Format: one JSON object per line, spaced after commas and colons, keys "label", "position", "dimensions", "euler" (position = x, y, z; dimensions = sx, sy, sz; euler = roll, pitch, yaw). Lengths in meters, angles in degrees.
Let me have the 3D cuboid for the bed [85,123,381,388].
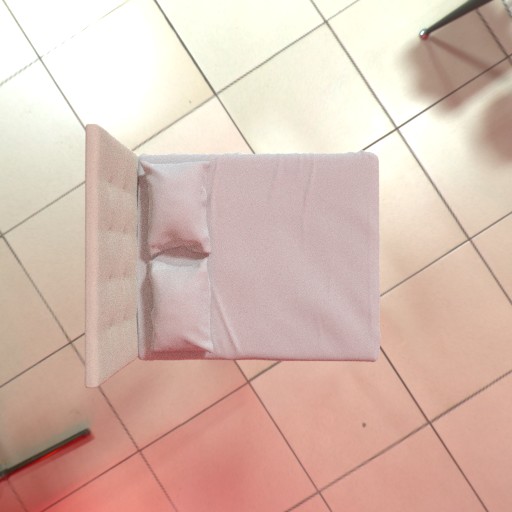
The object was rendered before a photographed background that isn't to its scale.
{"label": "bed", "position": [0.000, 0.000, 3.455], "dimensions": [2.222, 1.577, 1.936], "euler": [0, 90, 2]}
